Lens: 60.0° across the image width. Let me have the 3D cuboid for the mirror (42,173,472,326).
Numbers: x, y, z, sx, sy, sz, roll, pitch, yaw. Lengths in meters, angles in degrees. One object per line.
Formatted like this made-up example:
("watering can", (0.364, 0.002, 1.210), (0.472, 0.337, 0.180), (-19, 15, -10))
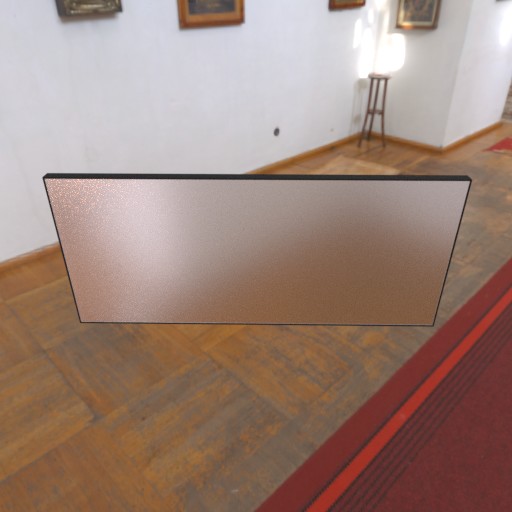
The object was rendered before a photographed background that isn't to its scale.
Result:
("mirror", (0.000, 0.000, 1.827), (1.584, 0.692, 0.047), (0, 31, 1))
